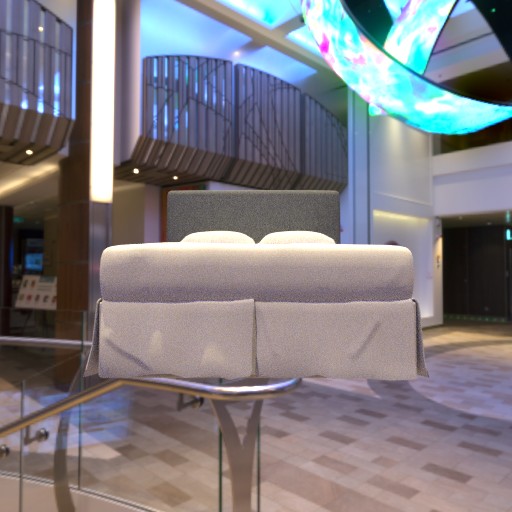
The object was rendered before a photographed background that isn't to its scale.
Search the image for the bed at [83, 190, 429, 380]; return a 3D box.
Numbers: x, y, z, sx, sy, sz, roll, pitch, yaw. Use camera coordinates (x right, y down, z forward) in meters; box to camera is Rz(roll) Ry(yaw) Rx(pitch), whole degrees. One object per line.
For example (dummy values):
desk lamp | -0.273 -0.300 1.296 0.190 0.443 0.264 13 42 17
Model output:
bed | 0.000 0.000 3.236 1.723 1.330 2.142 0 -2 0
